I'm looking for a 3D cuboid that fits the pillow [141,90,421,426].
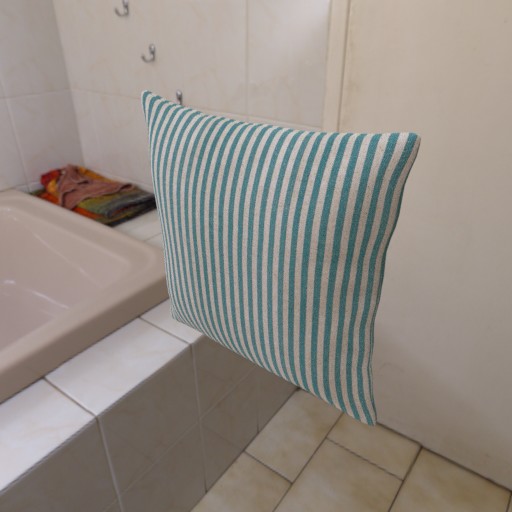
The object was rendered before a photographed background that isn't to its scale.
[{"bbox_3d":[0.000,0.000,0.788,0.523,0.510,0.166,21,35,33],"label":"pillow"}]
